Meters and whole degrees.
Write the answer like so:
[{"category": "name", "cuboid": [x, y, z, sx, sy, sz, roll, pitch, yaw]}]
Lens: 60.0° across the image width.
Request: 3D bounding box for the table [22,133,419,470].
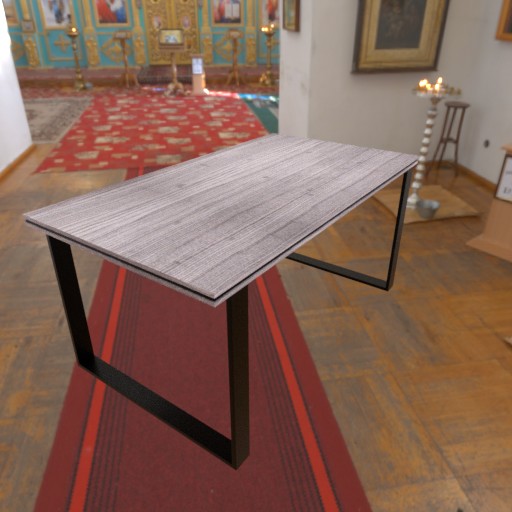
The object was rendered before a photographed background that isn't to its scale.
[{"category": "table", "cuboid": [0.000, 0.000, 2.062, 0.881, 0.736, 1.579, 19, 33, 31]}]
